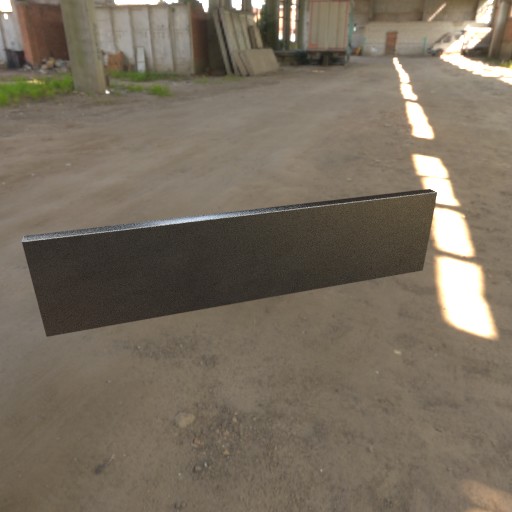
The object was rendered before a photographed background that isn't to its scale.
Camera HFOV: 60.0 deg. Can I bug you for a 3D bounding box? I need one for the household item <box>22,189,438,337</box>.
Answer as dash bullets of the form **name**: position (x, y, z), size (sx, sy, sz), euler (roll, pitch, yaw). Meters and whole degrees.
- **household item**: position (0.000, 0.000, 1.097), size (1.001, 0.236, 0.030), euler (-8, 28, -16)
